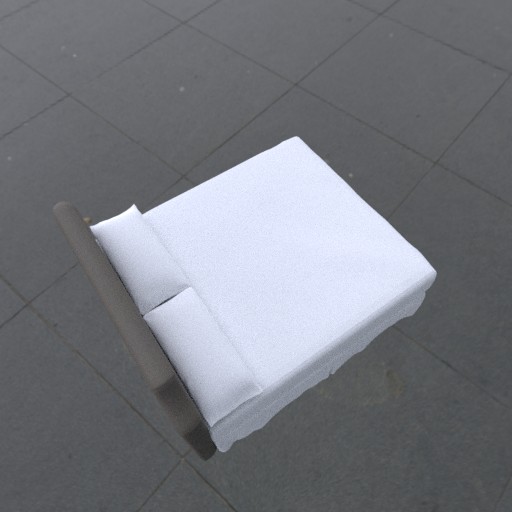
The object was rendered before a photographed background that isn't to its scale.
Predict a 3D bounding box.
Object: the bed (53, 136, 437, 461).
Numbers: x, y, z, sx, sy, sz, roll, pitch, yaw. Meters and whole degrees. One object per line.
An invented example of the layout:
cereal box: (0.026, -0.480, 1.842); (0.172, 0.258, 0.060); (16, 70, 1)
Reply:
bed: (0.000, 0.000, 3.898); (2.536, 1.561, 2.194); (-31, 64, -17)
